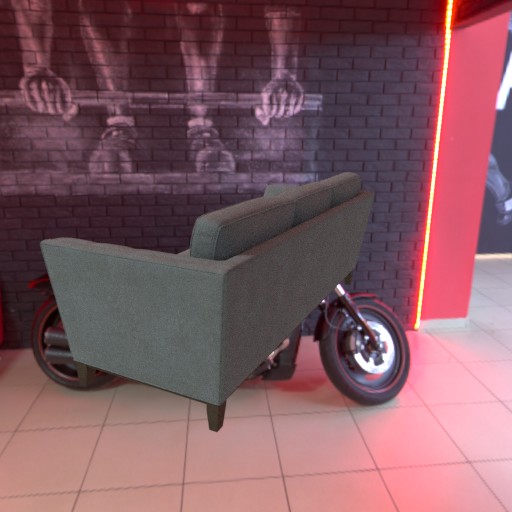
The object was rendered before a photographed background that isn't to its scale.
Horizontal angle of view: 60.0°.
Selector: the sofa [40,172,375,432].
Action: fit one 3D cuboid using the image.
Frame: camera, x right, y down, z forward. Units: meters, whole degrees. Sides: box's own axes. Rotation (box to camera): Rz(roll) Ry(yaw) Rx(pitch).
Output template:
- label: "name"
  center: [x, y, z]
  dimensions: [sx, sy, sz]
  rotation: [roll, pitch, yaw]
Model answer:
- label: "sofa"
  center: [0.000, 0.000, 2.866]
  dimensions: [0.965, 0.940, 2.387]
  rotation: [8, 18, 26]
